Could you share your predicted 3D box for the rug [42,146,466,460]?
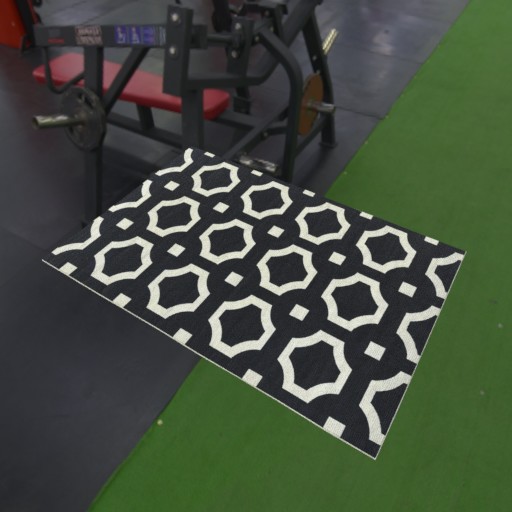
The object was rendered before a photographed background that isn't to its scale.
[{"bbox_3d":[0.000,0.000,2.879,2.286,0.016,1.555,25,52,22],"label":"rug"}]
